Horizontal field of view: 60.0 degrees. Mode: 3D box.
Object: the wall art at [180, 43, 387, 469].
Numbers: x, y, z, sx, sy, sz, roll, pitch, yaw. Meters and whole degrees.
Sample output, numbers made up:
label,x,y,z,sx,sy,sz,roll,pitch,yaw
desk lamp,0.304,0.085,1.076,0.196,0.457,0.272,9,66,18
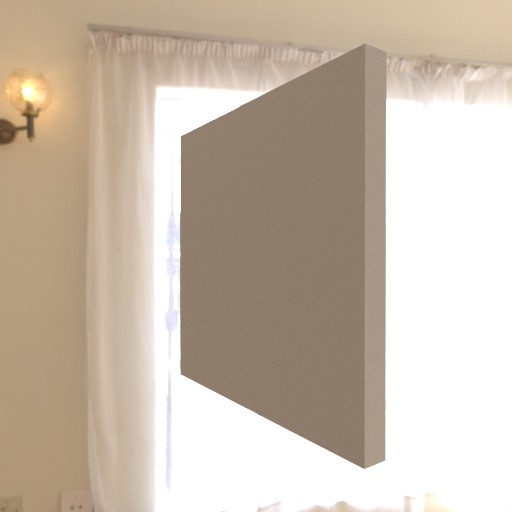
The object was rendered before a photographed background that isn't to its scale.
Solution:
label,x,y,z,sx,sy,sz,roll,pitch,yaw
wall art,0.000,0.000,0.522,0.027,0.355,0.355,0,0,-35
